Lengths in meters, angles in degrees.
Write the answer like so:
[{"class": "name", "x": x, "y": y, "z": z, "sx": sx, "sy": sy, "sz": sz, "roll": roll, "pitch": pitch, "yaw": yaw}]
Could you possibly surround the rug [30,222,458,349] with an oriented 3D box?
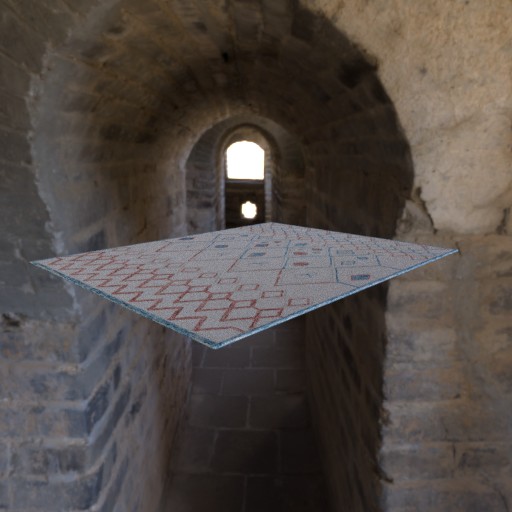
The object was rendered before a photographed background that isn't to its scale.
[{"class": "rug", "x": 0.000, "y": 0.000, "z": 4.019, "sx": 2.441, "sy": 0.016, "sz": 3.050, "roll": 13, "pitch": 18, "yaw": 43}]
